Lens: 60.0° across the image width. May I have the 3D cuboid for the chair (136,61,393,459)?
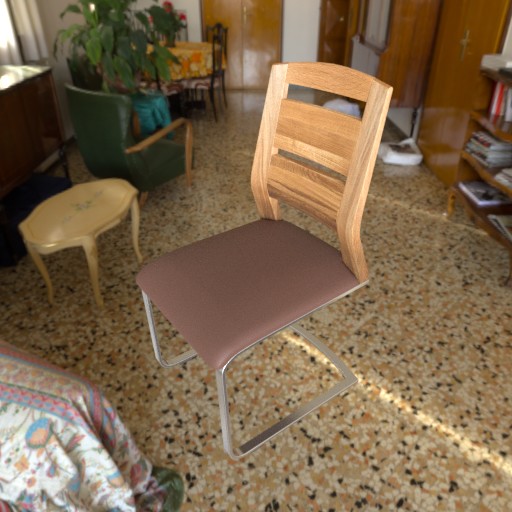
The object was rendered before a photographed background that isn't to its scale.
[{"bbox_3d":[0.000,0.000,1.257,0.570,0.970,0.460,-21,37,-30],"label":"chair"}]
